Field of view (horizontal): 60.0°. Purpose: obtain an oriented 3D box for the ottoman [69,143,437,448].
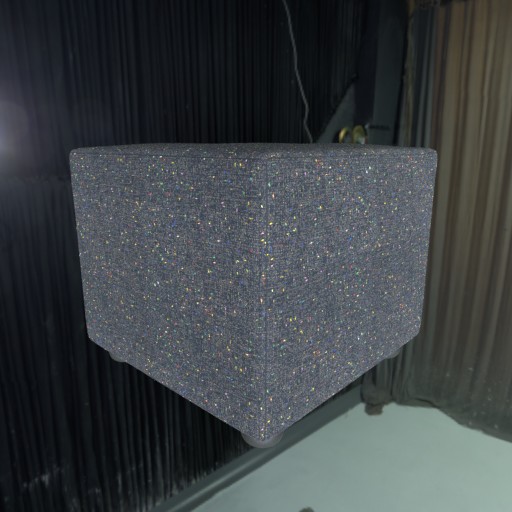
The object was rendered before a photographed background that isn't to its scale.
[{"bbox_3d":[0.000,0.000,0.874,0.508,0.432,0.508,13,19,42],"label":"ottoman"}]
